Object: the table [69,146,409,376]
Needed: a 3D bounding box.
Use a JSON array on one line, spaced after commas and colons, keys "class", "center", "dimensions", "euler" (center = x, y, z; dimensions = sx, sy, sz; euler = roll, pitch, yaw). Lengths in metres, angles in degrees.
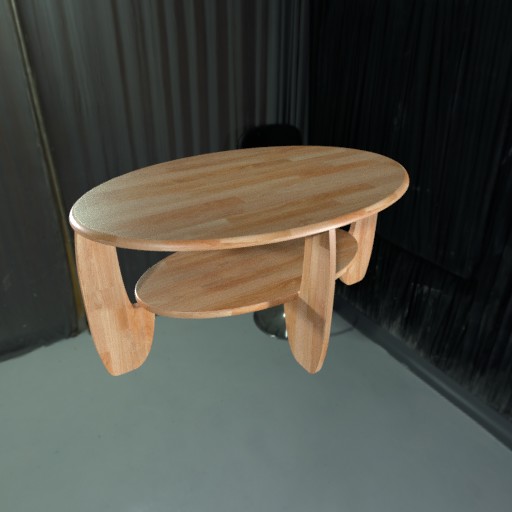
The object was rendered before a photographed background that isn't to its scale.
[{"class": "table", "center": [0.000, 0.000, 1.384], "dimensions": [1.040, 0.490, 0.690], "euler": [-17, 33, -29]}]
